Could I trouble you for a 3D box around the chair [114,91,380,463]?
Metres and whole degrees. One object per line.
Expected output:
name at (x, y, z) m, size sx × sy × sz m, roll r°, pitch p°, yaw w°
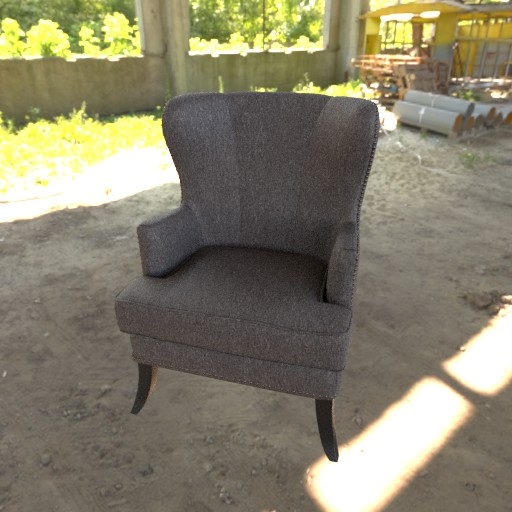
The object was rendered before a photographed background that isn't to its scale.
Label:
chair at (0.000, 0.000, 1.603) m, size 0.759 × 1.060 × 0.758 m, roll 7°, pitch 27°, yaw 15°
